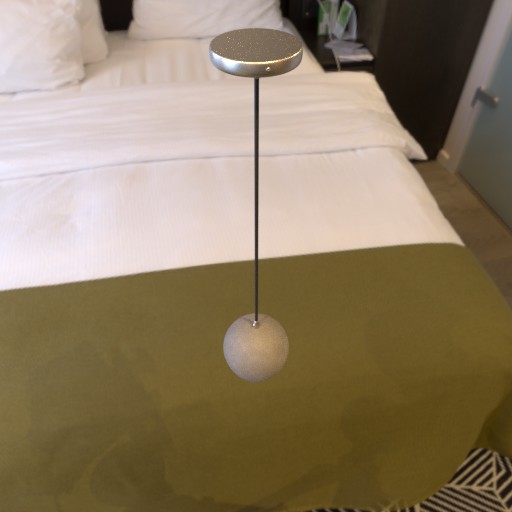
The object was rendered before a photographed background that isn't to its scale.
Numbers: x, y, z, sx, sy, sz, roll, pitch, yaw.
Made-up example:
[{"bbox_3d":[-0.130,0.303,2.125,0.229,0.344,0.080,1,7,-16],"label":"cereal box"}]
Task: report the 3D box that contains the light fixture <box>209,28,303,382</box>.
[{"bbox_3d":[0.000,0.000,0.830,0.153,0.760,0.153,-32,53,-28],"label":"light fixture"}]
